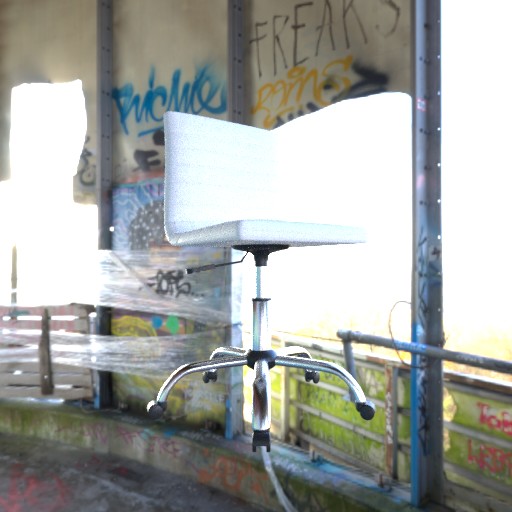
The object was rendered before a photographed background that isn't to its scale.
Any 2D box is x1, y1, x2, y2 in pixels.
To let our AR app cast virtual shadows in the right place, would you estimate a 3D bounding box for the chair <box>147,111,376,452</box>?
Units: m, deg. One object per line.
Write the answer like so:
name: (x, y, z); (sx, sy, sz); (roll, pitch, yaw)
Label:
chair: (0.000, 0.000, 1.170); (0.556, 0.780, 0.530); (0, 0, -35)
